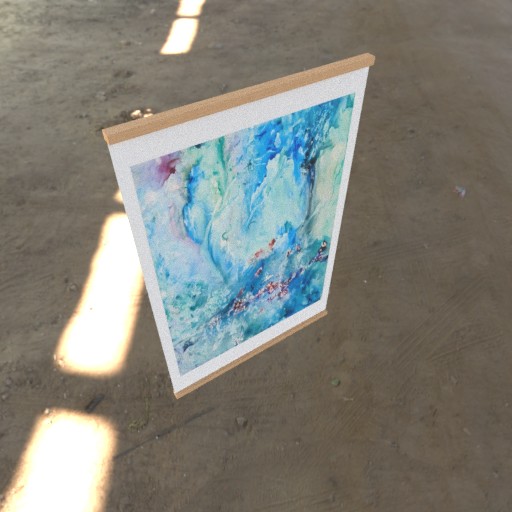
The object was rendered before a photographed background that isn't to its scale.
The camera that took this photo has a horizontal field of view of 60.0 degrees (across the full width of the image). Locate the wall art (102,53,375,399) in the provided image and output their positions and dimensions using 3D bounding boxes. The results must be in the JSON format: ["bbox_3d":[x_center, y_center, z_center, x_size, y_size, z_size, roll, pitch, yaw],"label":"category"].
[{"bbox_3d":[0.000,0.000,1.310,0.669,1.020,0.027,-25,50,-23],"label":"wall art"}]
